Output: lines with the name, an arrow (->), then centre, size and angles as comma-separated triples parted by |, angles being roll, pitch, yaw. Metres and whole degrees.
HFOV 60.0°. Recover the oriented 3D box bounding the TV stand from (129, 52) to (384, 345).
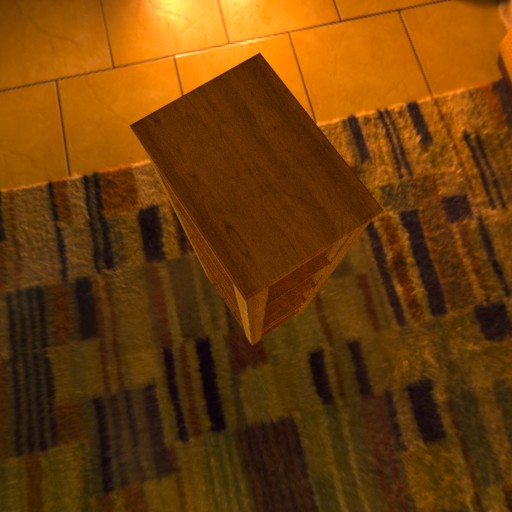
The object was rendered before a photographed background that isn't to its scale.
TV stand -> 0.000, 0.000, 2.028 | 0.435, 1.828, 0.565 | -33, 77, -8
